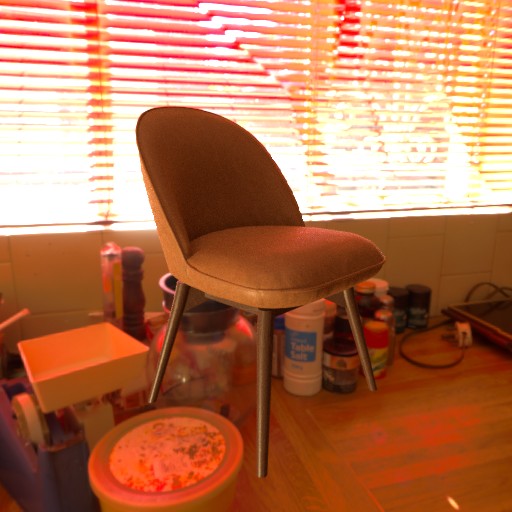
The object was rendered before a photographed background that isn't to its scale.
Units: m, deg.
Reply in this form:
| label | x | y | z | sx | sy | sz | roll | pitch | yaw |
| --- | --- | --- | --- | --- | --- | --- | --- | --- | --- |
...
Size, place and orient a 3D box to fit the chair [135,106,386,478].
| label | x | y | z | sx | sy | sz | roll | pitch | yaw |
| --- | --- | --- | --- | --- | --- | --- | --- | --- | --- |
| chair | 0.000 | 0.000 | 1.236 | 0.631 | 0.831 | 0.521 | 13 | 18 | 42 |
